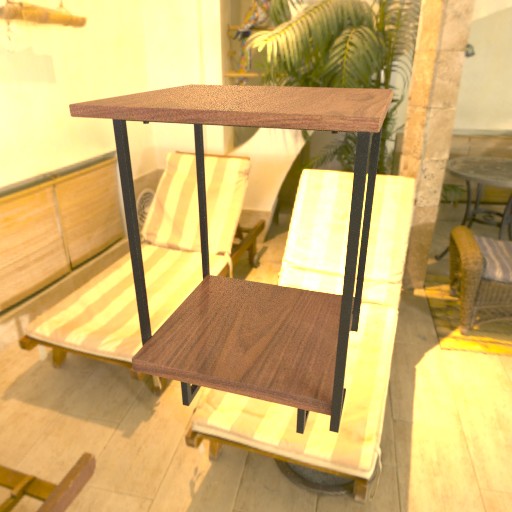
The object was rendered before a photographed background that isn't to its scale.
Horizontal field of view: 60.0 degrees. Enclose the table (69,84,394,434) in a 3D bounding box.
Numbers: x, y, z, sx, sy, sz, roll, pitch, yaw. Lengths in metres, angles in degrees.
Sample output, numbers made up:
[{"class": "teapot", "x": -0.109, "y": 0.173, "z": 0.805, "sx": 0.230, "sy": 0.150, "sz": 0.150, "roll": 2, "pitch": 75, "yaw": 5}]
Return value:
[{"class": "table", "x": 0.000, "y": 0.000, "z": 0.829, "sx": 0.411, "sy": 0.567, "sz": 0.384, "roll": 8, "pitch": 26, "yaw": 16}]
